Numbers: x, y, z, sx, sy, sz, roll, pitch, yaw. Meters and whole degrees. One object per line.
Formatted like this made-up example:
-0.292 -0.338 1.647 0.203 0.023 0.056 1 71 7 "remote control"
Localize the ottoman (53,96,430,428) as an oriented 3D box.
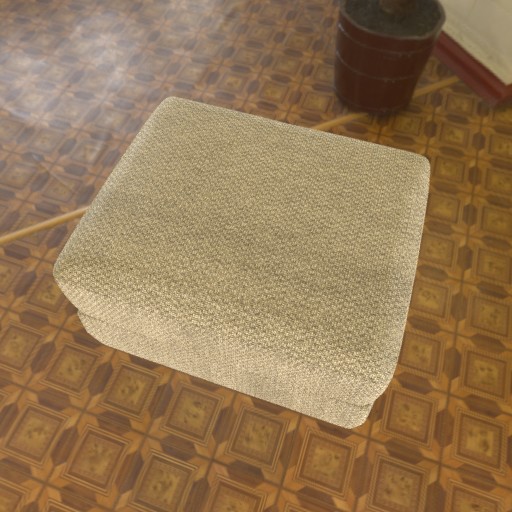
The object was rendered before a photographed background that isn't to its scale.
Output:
0.000 0.000 1.142 0.751 0.476 0.603 16 60 9 "ottoman"
